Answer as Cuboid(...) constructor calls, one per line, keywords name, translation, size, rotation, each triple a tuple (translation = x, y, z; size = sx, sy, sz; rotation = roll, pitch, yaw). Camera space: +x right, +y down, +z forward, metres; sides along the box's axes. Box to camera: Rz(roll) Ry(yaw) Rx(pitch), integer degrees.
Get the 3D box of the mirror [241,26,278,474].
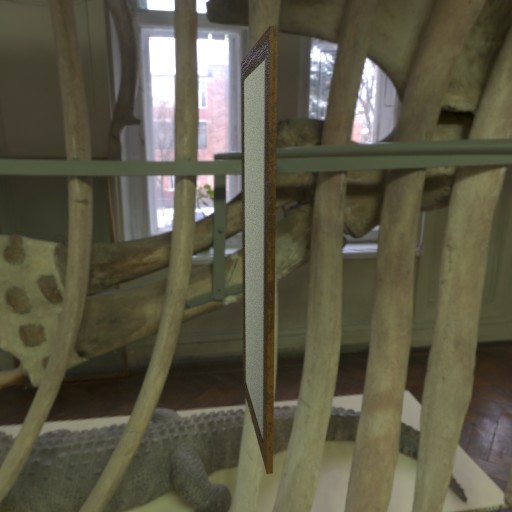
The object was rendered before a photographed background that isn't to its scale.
Cuboid(name="mirror", translation=(0.000, 0.000, 2.347), size=(0.032, 2.031, 0.812), rotation=(-2, 14, -10))
